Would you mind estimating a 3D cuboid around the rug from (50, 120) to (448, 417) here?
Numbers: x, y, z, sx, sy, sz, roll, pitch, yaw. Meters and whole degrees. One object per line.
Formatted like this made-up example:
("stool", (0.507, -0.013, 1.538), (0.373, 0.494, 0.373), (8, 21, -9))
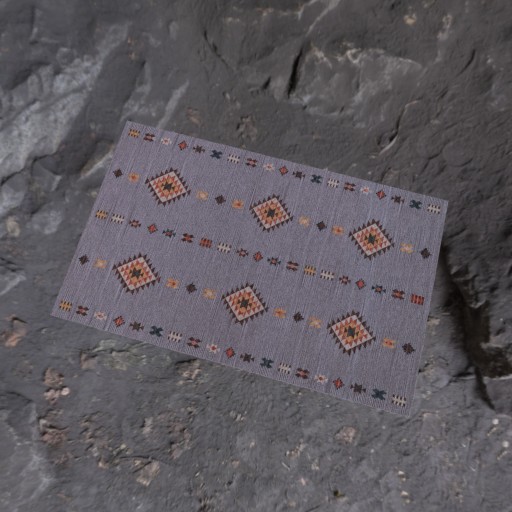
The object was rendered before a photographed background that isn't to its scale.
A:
("rug", (0.000, 0.000, 3.059), (2.427, 0.007, 1.515), (15, 76, 4))
